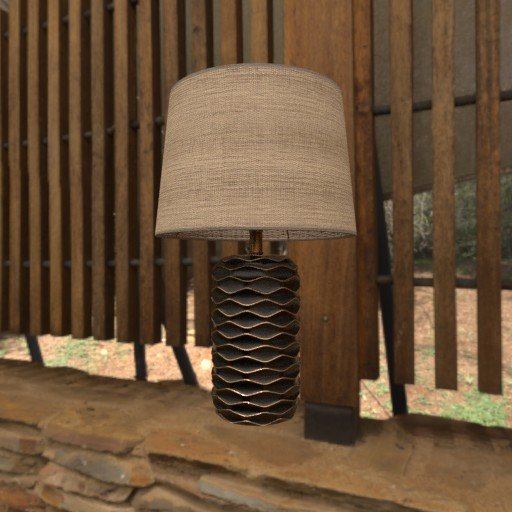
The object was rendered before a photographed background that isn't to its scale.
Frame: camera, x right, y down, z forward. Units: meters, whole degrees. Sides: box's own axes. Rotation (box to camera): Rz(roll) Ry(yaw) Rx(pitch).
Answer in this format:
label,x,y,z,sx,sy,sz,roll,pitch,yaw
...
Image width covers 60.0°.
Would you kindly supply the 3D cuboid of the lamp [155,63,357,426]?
label,x,y,z,sx,sy,sz,roll,pitch,yaw
lamp,0.000,0.000,0.846,0.376,0.594,0.376,0,-1,0
